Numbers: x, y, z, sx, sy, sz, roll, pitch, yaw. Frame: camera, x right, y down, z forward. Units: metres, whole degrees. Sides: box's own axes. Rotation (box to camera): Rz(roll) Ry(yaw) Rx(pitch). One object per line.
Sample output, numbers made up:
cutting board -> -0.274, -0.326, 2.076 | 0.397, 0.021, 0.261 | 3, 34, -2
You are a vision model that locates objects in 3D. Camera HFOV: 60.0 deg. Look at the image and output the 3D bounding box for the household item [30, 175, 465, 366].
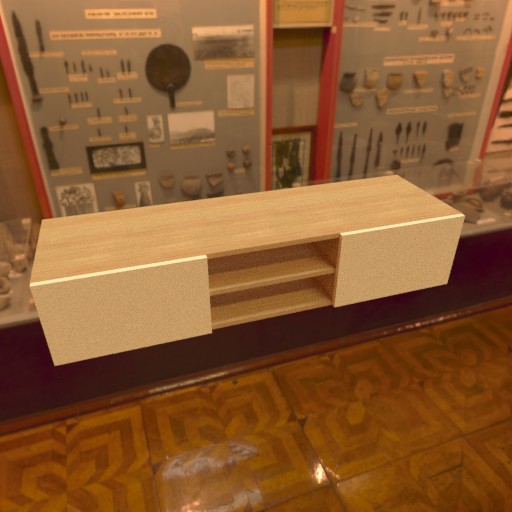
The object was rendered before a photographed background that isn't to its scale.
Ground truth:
household item -> 0.000, 0.000, 1.608 | 1.400, 0.310, 0.420 | -9, 32, -15
